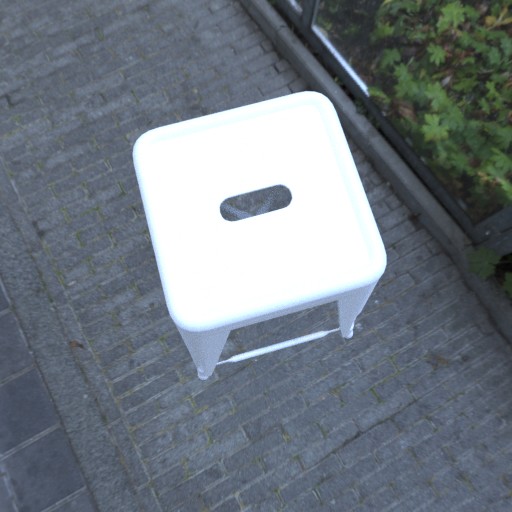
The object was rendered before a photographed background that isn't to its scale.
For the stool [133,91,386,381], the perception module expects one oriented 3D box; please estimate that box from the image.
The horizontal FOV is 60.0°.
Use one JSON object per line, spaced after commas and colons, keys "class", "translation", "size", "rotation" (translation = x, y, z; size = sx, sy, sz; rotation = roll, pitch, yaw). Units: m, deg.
{"class": "stool", "translation": [0.000, 0.000, 0.862], "size": [0.406, 0.610, 0.406], "rotation": [-15, 77, -4]}
